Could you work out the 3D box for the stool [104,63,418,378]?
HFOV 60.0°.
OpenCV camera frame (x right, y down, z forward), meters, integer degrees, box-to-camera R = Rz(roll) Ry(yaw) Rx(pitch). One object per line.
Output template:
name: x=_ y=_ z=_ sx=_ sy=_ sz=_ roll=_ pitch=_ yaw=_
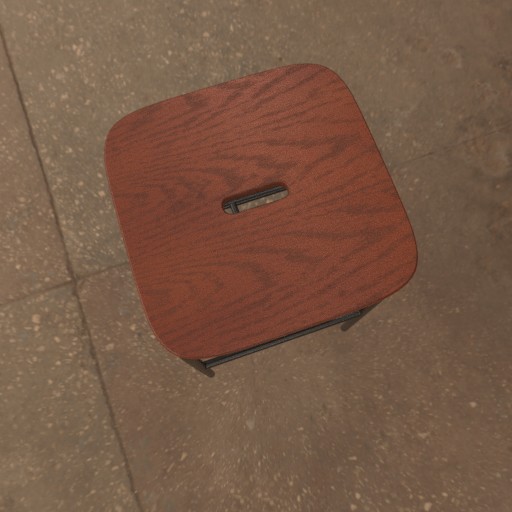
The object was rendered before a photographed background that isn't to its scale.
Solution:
stool: x=0.000 y=0.000 z=0.874 sx=0.376 sy=0.610 sz=0.376 roll=-18 pitch=76 yaw=-5
